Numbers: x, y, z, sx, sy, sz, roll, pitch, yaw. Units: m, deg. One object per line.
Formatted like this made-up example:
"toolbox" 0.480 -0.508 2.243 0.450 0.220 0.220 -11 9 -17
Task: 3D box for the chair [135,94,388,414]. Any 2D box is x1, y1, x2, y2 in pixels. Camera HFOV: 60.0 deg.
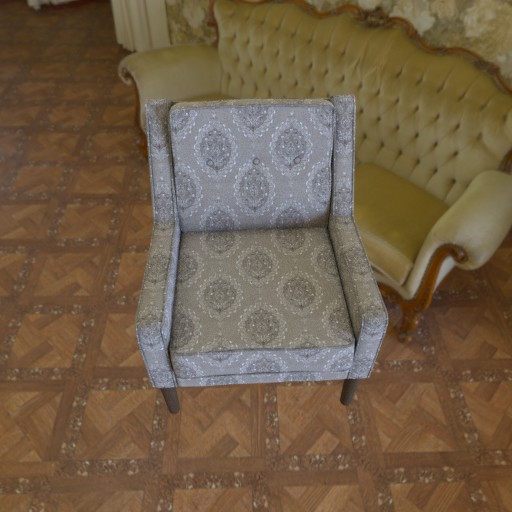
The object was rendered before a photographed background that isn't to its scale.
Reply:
"chair" 0.000 0.000 1.414 0.665 0.797 0.750 -2 46 -2
